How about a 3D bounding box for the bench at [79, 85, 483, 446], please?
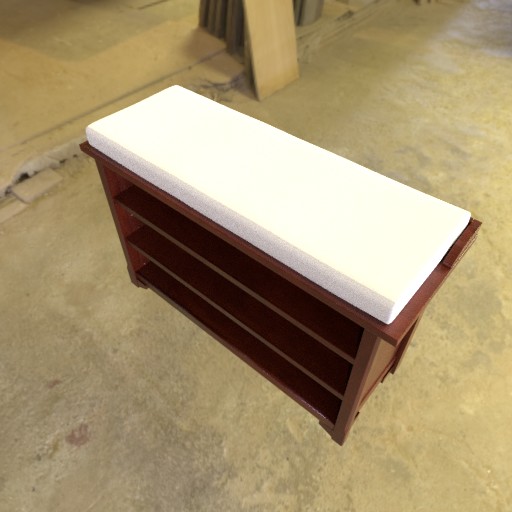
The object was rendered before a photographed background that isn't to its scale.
[{"bbox_3d":[0.000,0.000,1.298,0.987,0.646,0.369,32,54,27],"label":"bench"}]
